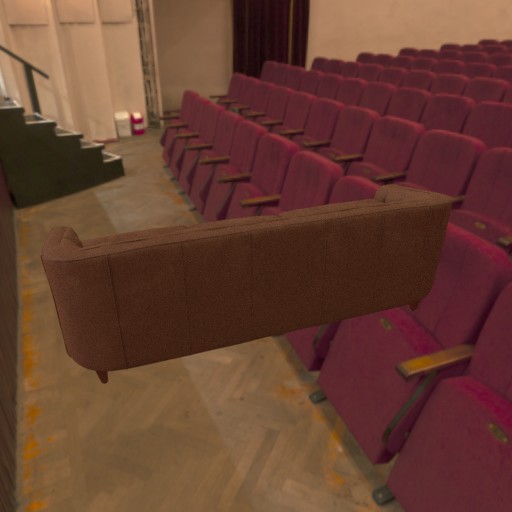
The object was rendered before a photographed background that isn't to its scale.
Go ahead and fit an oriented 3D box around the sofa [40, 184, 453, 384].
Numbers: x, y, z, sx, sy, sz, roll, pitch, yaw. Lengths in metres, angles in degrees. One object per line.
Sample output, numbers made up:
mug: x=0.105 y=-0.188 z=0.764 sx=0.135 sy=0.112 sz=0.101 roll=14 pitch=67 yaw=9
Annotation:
sofa: x=0.000 y=0.000 z=2.661 sx=2.227 sy=0.787 sz=0.927 roll=-10 pitch=29 yaw=-18
